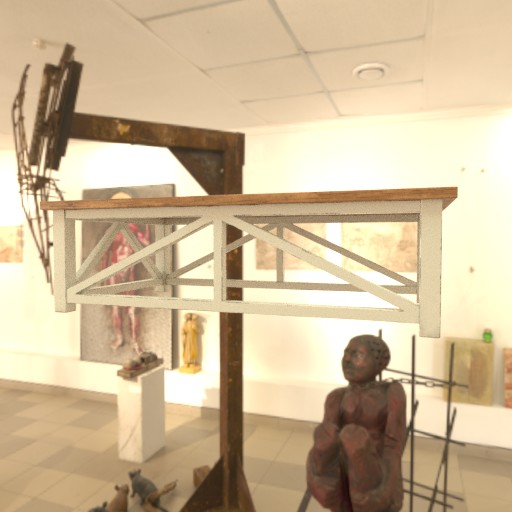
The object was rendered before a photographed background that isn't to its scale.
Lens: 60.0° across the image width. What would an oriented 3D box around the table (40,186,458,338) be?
[{"bbox_3d":[0.000,0.000,1.776,1.400,0.410,0.800,1,2,19],"label":"table"}]
